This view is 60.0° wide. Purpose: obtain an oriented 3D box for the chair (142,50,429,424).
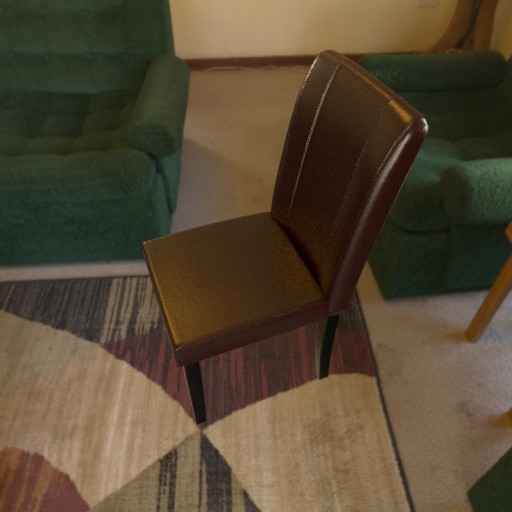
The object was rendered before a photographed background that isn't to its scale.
[{"bbox_3d":[0.000,0.000,1.191,0.556,0.897,0.399,-15,47,-15],"label":"chair"}]
